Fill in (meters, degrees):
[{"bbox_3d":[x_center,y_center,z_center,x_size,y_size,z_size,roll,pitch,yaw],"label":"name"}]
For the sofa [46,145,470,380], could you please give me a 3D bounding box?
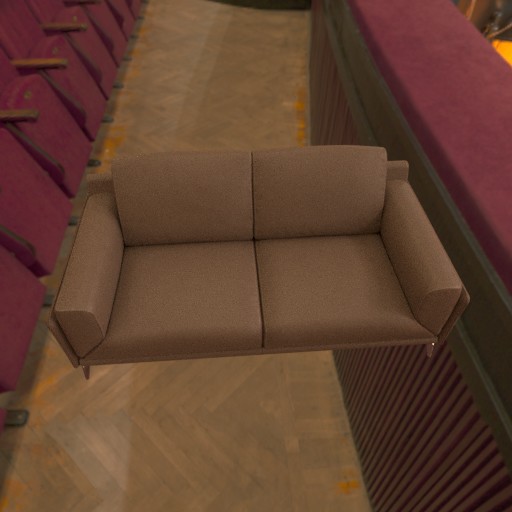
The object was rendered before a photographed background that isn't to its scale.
[{"bbox_3d":[0.000,0.000,2.603,2.101,0.930,1.049,-3,45,-3],"label":"sofa"}]
